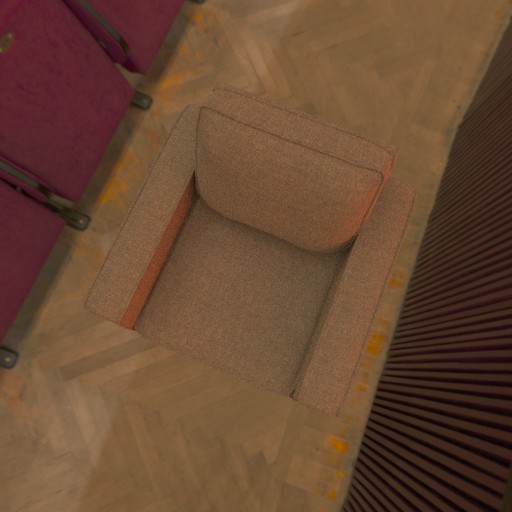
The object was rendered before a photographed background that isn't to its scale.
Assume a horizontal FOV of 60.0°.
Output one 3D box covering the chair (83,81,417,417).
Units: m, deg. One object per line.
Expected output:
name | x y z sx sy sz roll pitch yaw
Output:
chair | 0.000 0.000 1.783 1.016 0.914 0.940 22 77 5
